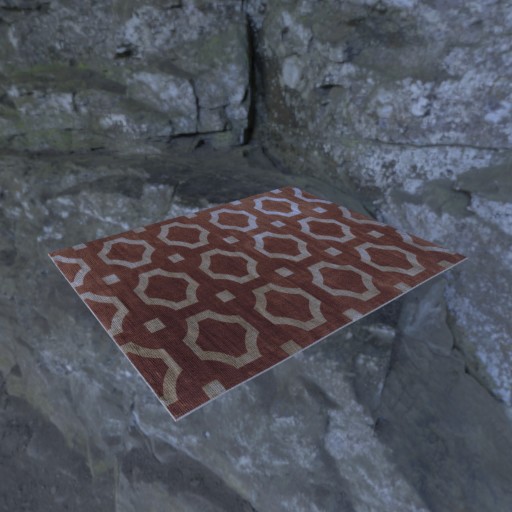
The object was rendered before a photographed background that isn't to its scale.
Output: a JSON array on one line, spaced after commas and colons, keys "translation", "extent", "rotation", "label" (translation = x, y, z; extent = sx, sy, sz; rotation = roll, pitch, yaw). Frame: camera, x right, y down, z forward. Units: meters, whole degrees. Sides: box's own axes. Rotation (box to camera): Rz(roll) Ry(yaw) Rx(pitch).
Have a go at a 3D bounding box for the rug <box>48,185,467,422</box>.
[{"translation": [0.000, 0.000, 4.134], "extent": [3.049, 0.021, 2.466], "rotation": [-21, 35, -32], "label": "rug"}]
